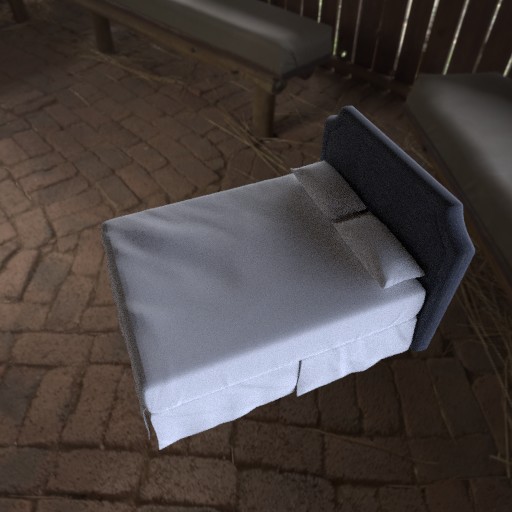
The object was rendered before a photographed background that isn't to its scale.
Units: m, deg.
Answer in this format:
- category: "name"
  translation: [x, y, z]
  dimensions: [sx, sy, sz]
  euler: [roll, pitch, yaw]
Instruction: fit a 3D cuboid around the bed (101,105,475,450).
- category: "bed"
  translation: [0.000, 0.000, 3.164]
  dimensions: [2.116, 1.290, 1.693]
  euler: [-16, 49, -15]
